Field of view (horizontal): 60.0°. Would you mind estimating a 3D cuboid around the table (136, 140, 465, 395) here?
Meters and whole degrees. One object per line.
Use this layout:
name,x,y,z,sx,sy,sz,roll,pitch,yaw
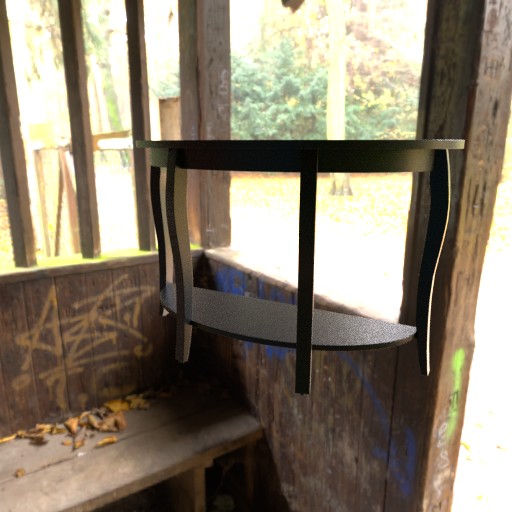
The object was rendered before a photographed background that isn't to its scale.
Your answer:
table,0.000,0.000,1.544,1.219,0.780,0.394,7,16,27
